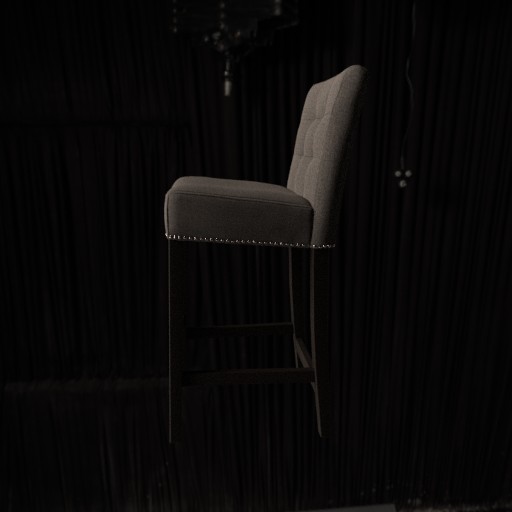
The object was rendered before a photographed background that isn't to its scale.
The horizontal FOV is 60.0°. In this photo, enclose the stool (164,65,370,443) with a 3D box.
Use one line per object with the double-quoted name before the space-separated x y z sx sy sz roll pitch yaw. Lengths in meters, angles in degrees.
"stool" 0.000 0.000 1.367 0.548 1.047 0.411 -2 15 -6
